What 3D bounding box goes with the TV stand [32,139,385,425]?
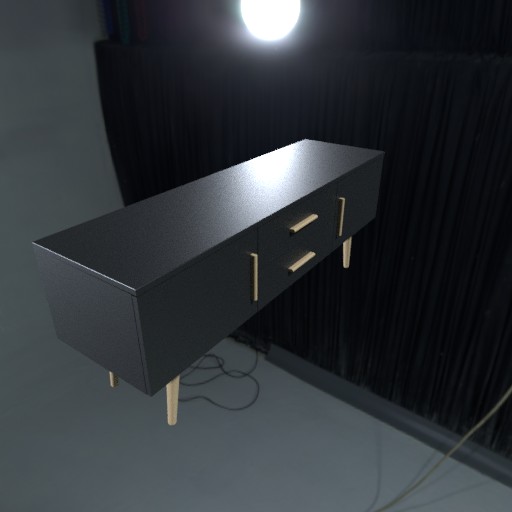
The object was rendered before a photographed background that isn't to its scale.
[{"bbox_3d":[0.000,0.000,1.563,0.390,0.518,1.312,19,33,31],"label":"TV stand"}]
